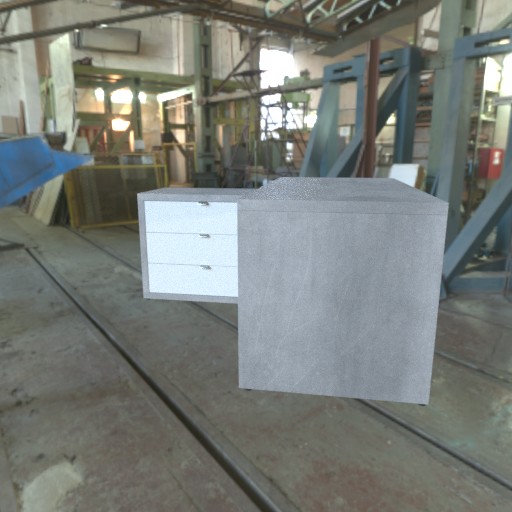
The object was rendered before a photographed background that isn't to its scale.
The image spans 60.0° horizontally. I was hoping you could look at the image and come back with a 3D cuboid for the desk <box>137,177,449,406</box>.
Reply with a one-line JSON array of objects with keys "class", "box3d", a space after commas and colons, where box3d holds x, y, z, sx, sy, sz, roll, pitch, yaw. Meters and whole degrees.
[{"class": "desk", "box3d": [0.000, 0.000, 2.311, 1.500, 0.740, 1.400, 2, 14, 9]}]
